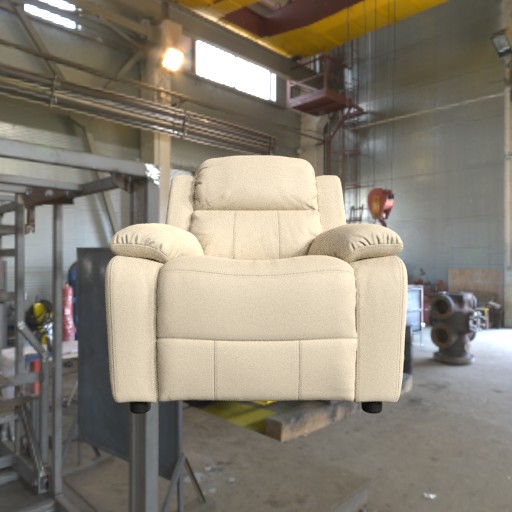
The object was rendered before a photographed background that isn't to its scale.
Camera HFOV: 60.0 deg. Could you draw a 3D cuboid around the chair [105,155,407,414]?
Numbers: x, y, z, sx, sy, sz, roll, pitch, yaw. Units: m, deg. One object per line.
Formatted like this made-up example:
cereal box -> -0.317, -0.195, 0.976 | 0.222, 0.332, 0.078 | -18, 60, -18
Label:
chair -> 0.000, 0.000, 1.280 | 0.680, 0.702, 0.709 | 0, 0, 0
